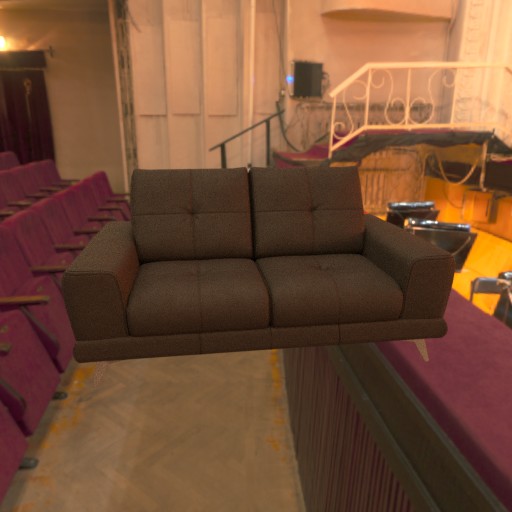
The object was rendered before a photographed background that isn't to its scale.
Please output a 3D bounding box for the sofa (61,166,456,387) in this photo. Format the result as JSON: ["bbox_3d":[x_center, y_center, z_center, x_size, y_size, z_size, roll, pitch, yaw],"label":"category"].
[{"bbox_3d":[0.000,0.000,2.432,1.806,0.907,1.018,-2,17,-8],"label":"sofa"}]
